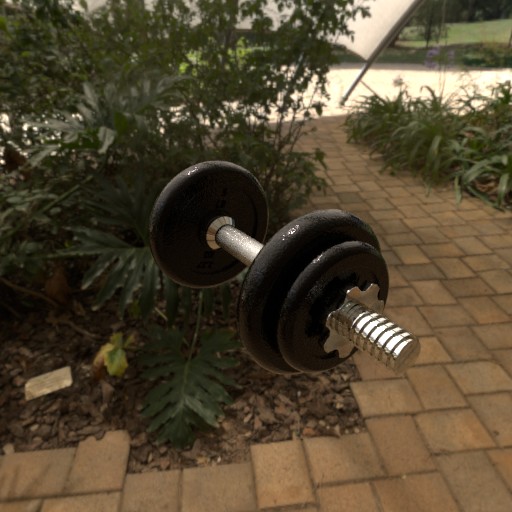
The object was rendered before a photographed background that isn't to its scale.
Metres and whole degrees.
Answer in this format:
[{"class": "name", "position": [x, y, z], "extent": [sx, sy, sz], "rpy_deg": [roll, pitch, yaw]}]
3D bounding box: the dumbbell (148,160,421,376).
[{"class": "dumbbell", "position": [0.000, 0.000, 0.591], "extent": [0.202, 0.202, 0.497], "rpy_deg": [-18, 32, -30]}]
